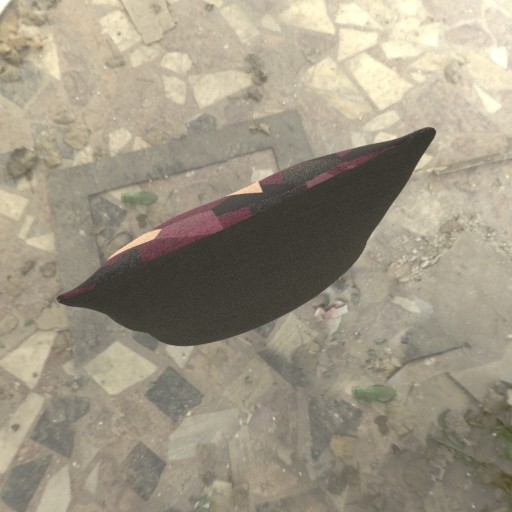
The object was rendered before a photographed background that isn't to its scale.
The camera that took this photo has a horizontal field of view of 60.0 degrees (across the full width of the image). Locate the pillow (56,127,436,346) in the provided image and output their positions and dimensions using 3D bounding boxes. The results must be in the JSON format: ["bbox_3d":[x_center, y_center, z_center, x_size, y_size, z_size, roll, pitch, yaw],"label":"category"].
[{"bbox_3d":[0.000,0.000,0.751,0.503,0.496,0.208,-25,76,-6],"label":"pillow"}]
